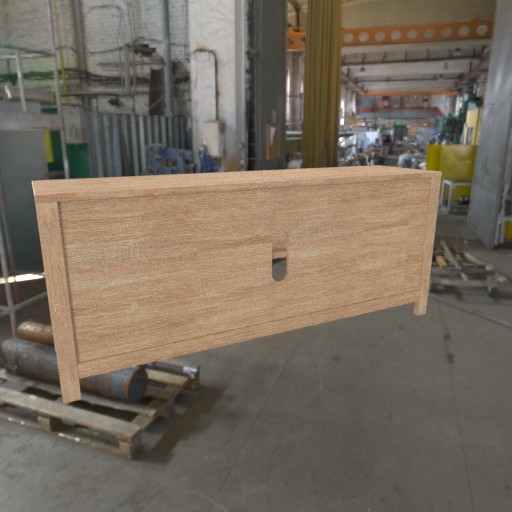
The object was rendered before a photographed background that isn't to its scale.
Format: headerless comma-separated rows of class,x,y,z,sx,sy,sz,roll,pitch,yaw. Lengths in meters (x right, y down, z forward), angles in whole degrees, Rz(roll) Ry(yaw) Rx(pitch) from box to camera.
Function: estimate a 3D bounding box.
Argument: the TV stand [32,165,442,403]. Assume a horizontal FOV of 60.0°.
TV stand,0.000,0.000,1.700,1.466,0.610,0.398,-8,18,-26
